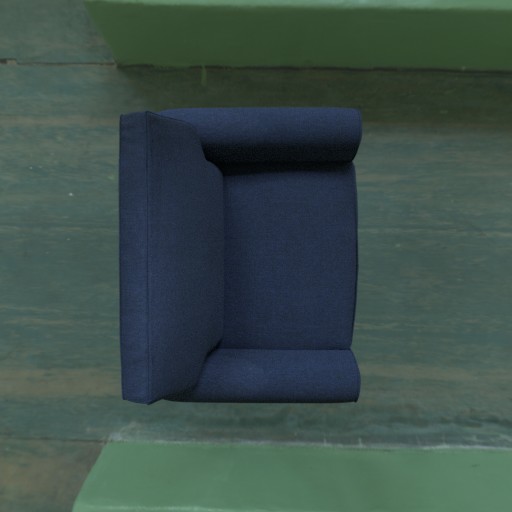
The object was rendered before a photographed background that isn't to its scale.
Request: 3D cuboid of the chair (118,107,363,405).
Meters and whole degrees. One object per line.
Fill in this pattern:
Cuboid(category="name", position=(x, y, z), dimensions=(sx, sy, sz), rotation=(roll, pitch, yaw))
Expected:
Cuboid(category="chair", position=(0.000, 0.000, 2.014), dimensions=(0.963, 1.044, 1.285), rotation=(0, 92, 1))
